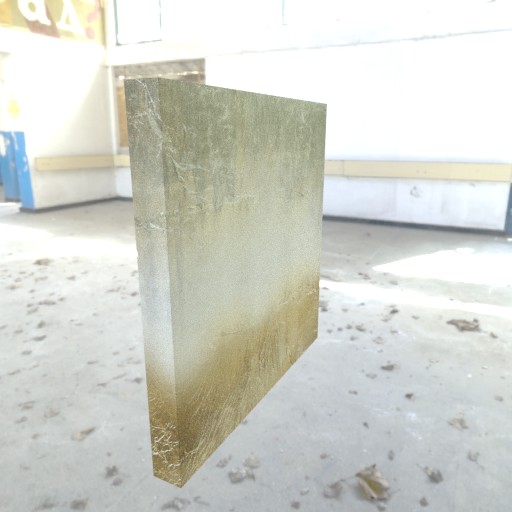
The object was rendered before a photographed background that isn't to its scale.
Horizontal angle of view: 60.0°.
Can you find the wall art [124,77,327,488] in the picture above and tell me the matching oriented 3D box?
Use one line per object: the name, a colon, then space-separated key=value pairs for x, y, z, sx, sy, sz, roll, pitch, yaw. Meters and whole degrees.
wall art: x=0.000 y=0.000 z=0.595 sx=0.038 sy=0.407 sz=0.405 roll=8 pitch=18 yaw=27
